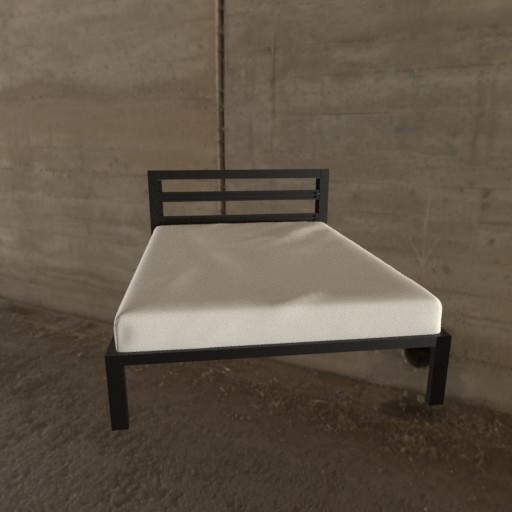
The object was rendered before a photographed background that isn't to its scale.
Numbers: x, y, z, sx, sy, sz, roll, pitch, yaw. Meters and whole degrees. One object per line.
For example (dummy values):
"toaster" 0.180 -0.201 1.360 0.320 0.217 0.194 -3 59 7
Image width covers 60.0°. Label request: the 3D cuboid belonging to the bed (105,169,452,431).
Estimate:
"bed" 0.000 0.000 2.872 1.524 0.967 2.062 -2 15 -7
